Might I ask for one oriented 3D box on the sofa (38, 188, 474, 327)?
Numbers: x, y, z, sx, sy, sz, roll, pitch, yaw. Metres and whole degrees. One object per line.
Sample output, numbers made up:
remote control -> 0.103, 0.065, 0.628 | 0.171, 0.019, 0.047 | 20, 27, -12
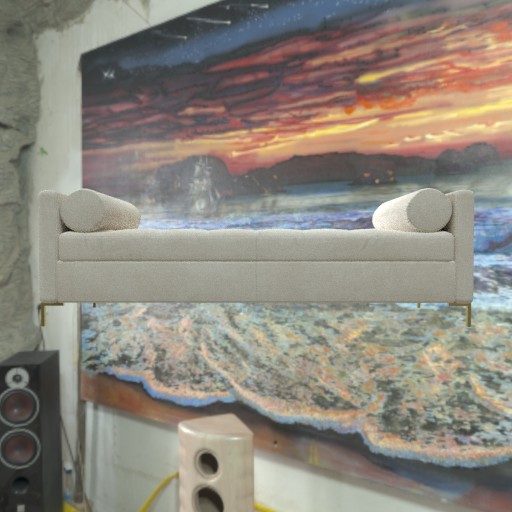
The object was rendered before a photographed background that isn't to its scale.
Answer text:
sofa -> 0.000, 0.000, 2.347 | 1.981, 0.635, 0.686 | 0, 1, 0
